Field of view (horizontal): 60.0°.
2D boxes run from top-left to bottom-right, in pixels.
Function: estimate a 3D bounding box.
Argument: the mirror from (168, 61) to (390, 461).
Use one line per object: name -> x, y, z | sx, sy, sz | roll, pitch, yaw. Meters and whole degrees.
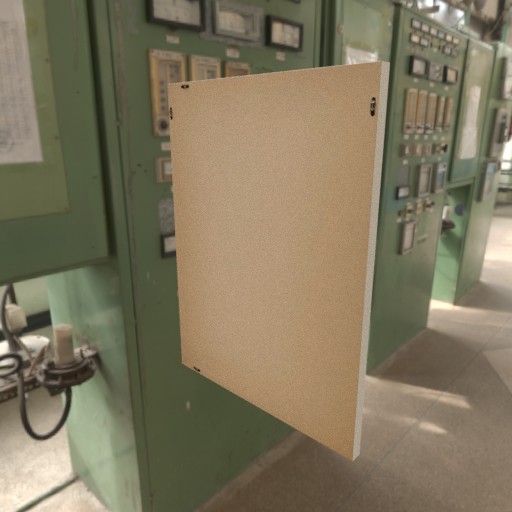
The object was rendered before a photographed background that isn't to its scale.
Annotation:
mirror -> 0.000, 0.000, 1.339 | 0.762, 1.016, 0.041 | 15, 22, 41
